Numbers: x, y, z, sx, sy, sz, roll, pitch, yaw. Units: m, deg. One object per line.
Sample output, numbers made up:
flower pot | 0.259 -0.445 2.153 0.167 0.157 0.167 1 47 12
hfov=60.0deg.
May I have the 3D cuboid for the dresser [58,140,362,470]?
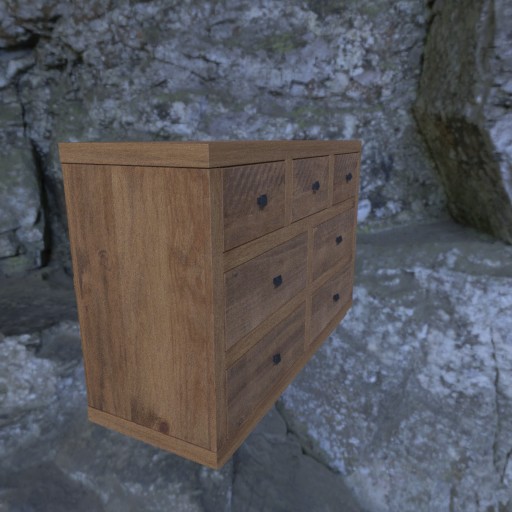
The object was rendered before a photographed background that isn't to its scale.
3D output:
dresser | 0.000 0.000 1.645 0.479 0.825 1.261 8 17 26
